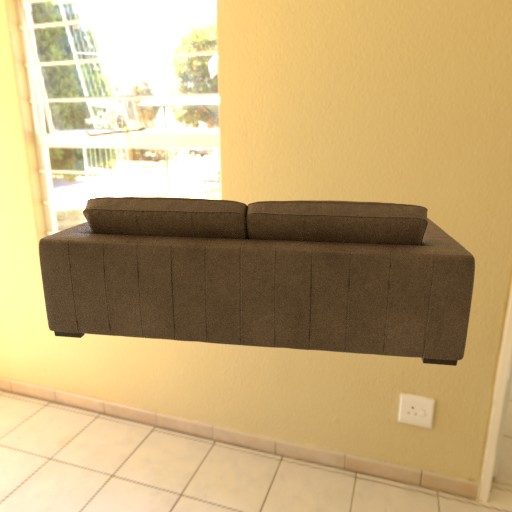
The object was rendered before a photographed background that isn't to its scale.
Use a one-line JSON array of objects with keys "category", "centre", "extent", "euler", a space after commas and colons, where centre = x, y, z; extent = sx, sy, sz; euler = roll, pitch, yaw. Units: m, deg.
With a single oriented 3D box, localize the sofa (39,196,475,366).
[{"category": "sofa", "centre": [0.000, 0.000, 2.772], "extent": [2.262, 0.801, 1.070], "euler": [2, 16, 9]}]
